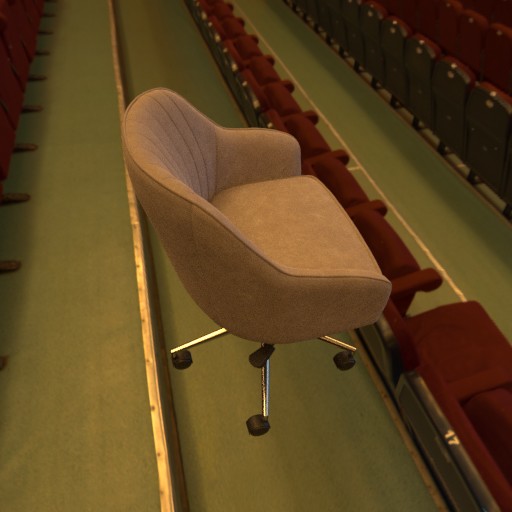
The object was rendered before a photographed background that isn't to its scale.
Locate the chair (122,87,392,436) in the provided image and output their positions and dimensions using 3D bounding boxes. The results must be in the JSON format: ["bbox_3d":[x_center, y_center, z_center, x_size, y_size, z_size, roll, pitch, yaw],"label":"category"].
[{"bbox_3d":[0.000,0.000,1.224,0.573,0.831,0.635,-11,46,-11],"label":"chair"}]
